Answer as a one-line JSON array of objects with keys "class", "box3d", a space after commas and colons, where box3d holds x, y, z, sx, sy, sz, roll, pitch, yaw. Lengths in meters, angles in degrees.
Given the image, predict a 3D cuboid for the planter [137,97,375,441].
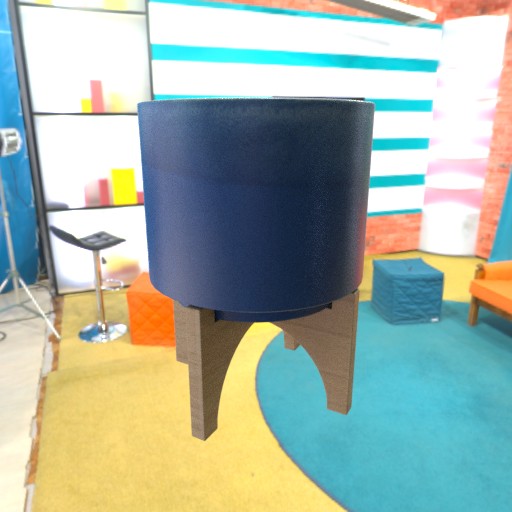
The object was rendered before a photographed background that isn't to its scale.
[{"class": "planter", "box3d": [0.000, 0.000, 0.406, 0.192, 0.263, 0.192, 0, 16, 0]}]
